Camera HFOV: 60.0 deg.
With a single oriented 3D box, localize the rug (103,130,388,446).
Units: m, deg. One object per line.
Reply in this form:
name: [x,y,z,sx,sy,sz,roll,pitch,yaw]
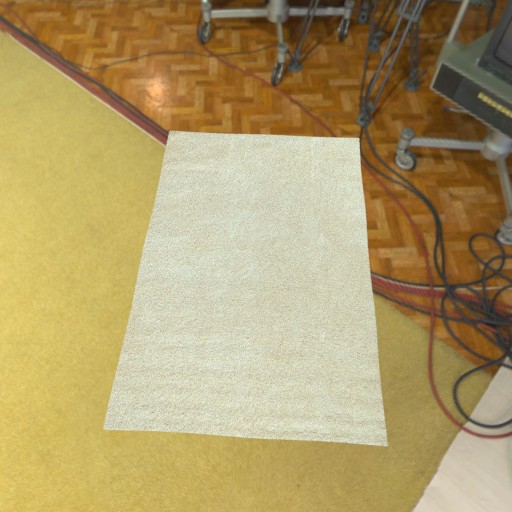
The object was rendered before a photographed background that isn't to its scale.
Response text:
rug: [0.000,0.000,3.504,1.800,0.025,2.699,3,58,2]
